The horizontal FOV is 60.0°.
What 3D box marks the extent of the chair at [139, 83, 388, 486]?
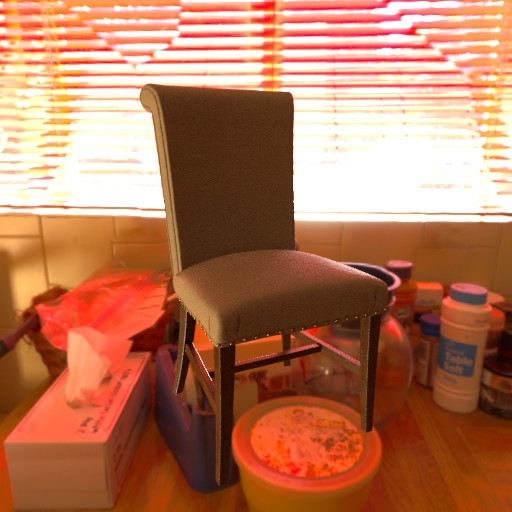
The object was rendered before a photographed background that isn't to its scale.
[{"bbox_3d":[0.000,0.000,1.317,0.513,0.988,0.608,-7,16,-26],"label":"chair"}]
